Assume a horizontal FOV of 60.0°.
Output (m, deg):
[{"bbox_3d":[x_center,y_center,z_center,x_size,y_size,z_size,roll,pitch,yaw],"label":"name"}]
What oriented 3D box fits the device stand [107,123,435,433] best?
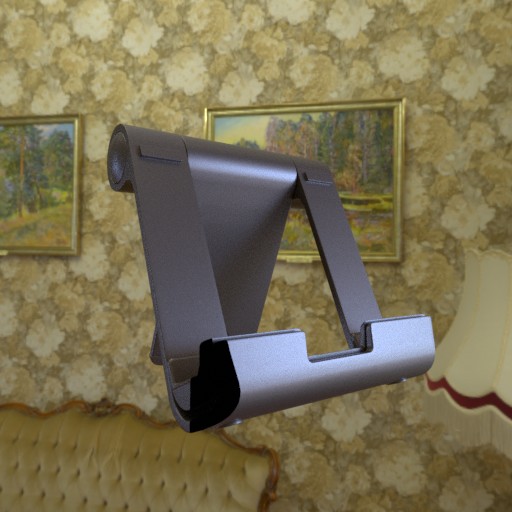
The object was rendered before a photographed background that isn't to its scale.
[{"bbox_3d":[0.000,0.000,0.152,0.088,0.084,0.079,1,-1,-36],"label":"device stand"}]
